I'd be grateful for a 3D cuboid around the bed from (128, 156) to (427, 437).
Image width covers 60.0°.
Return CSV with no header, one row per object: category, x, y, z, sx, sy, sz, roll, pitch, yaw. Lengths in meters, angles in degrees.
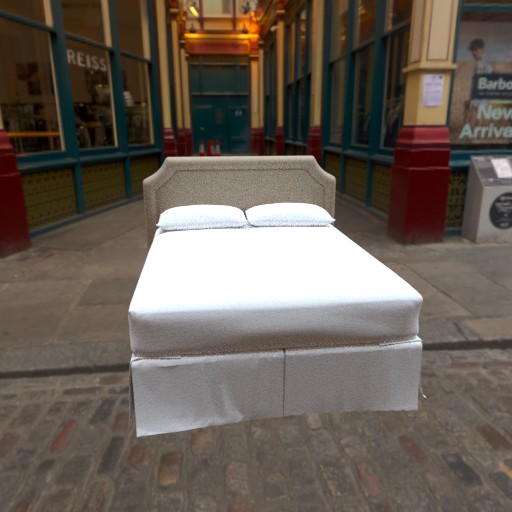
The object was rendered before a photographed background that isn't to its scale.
bed,0.000,0.000,3.301,1.828,1.301,2.204,-2,17,-7
